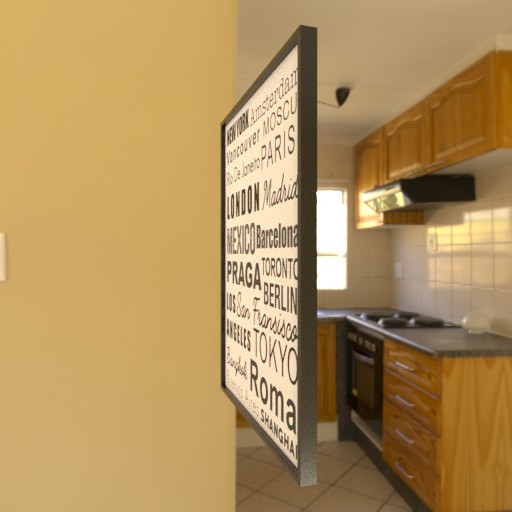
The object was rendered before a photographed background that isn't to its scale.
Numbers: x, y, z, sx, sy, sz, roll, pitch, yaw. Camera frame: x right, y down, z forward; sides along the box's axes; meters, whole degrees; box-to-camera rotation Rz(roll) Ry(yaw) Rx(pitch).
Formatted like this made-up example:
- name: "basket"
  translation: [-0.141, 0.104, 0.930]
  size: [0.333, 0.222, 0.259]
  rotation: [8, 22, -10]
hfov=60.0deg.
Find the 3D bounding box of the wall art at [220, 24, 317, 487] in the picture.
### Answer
- name: "wall art"
  translation: [0.000, 0.000, 1.383]
  size: [0.043, 1.046, 0.788]
  rotation: [0, 0, -18]
